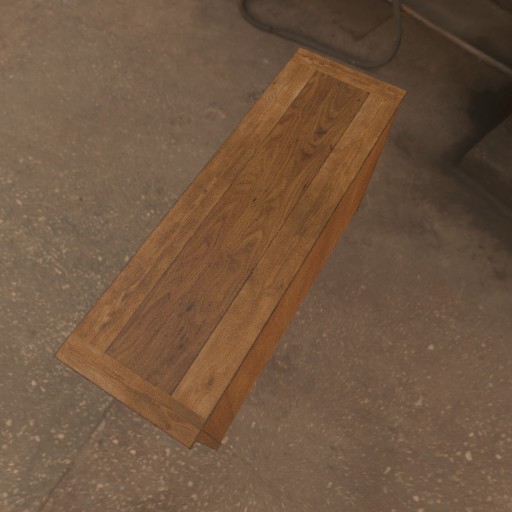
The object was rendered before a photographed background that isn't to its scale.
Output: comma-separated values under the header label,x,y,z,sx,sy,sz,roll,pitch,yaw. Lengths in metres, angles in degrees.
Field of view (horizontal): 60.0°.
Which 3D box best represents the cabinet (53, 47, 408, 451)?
label,x,y,z,sx,sy,sz,roll,pitch,yaw
cabinet,0.000,0.000,1.851,0.480,0.813,1.474,28,68,13
